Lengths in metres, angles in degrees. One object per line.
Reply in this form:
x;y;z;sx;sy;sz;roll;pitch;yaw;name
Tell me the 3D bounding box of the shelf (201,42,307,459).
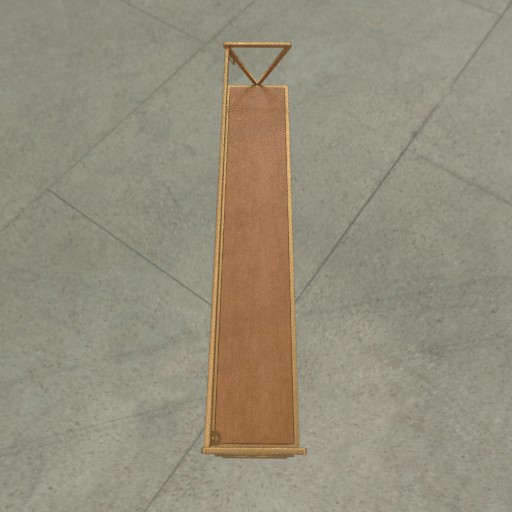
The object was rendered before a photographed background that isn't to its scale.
0.000;0.000;0.996;0.150;0.450;0.822;0;65;0;shelf
